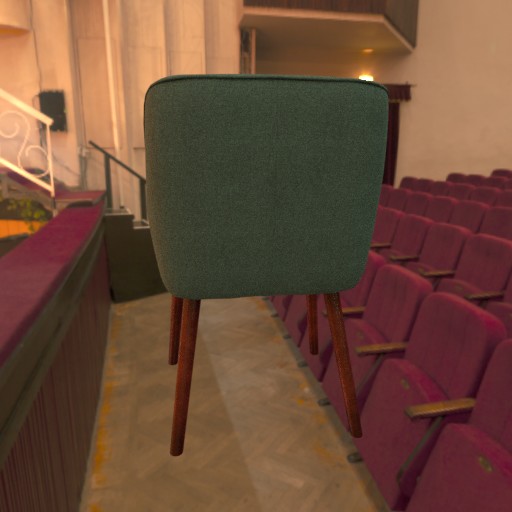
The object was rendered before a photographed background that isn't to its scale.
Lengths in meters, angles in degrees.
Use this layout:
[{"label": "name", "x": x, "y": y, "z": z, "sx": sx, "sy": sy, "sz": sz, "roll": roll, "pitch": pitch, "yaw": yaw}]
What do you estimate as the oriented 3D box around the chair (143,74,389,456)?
[{"label": "chair", "x": 0.000, "y": 0.000, "z": 1.139, "sx": 0.543, "sy": 0.803, "sz": 0.519, "roll": -2, "pitch": 14, "yaw": -8}]
